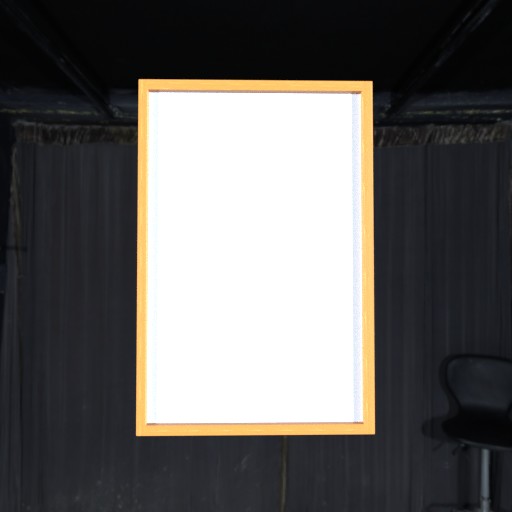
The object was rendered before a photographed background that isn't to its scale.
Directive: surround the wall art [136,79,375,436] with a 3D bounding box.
[{"bbox_3d":[0.000,0.000,0.771,0.405,0.608,0.025,0,-1,-1],"label":"wall art"}]
